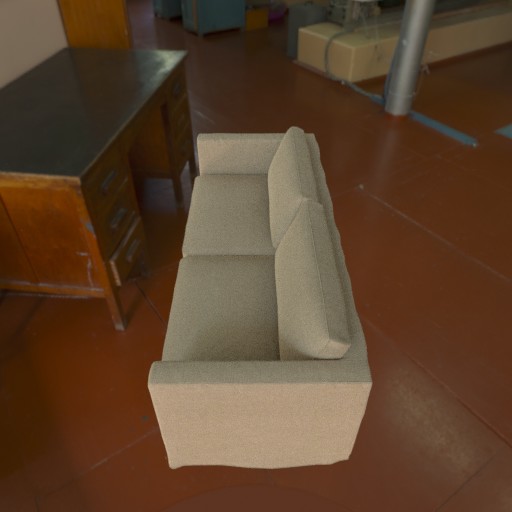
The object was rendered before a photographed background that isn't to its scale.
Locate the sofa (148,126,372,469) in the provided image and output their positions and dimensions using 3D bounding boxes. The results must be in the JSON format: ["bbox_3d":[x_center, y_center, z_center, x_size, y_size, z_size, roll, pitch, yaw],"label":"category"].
[{"bbox_3d":[0.000,0.000,2.817,0.956,0.847,2.296,0,41,0],"label":"sofa"}]
